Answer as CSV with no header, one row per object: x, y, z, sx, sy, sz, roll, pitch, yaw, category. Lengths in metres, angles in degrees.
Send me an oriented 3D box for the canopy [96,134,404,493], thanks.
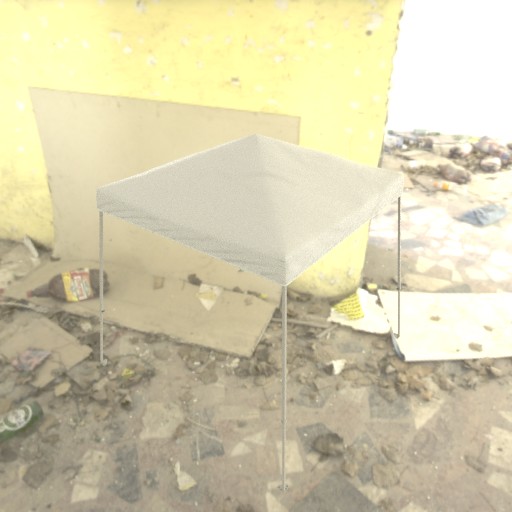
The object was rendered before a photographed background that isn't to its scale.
0.000,0.000,6.554,3.600,3.600,3.599,21,36,32,canopy
